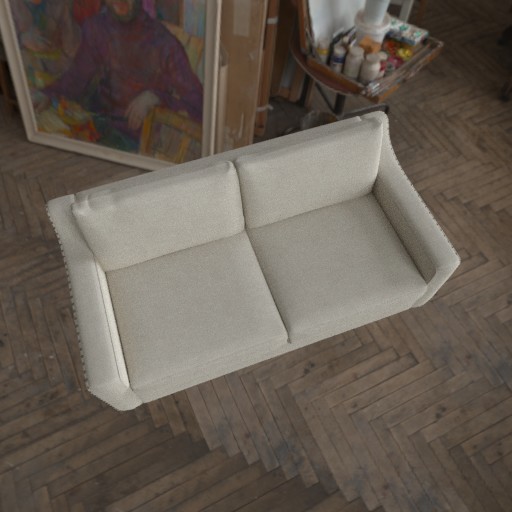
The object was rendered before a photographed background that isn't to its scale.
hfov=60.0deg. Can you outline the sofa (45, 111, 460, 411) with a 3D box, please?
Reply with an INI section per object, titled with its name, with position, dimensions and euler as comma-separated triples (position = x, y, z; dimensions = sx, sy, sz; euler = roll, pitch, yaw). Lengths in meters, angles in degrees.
[sofa]
position = 0.000, 0.000, 2.674
dimensions = 2.107, 0.983, 1.104
euler = -18, 63, -9
